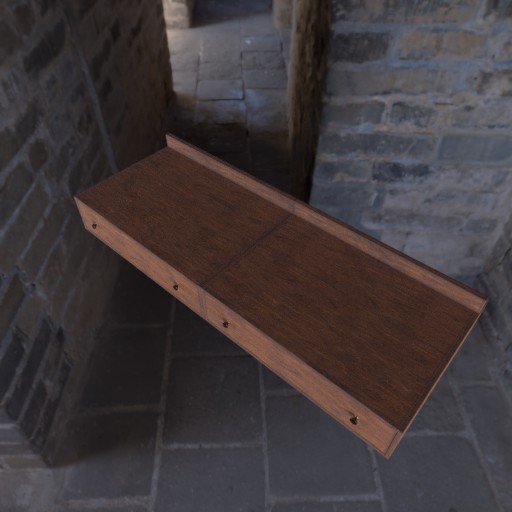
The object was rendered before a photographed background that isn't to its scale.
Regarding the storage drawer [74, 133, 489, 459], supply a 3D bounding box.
[{"bbox_3d":[0.000,0.000,2.151,1.914,0.339,0.774,32,54,27],"label":"storage drawer"}]
